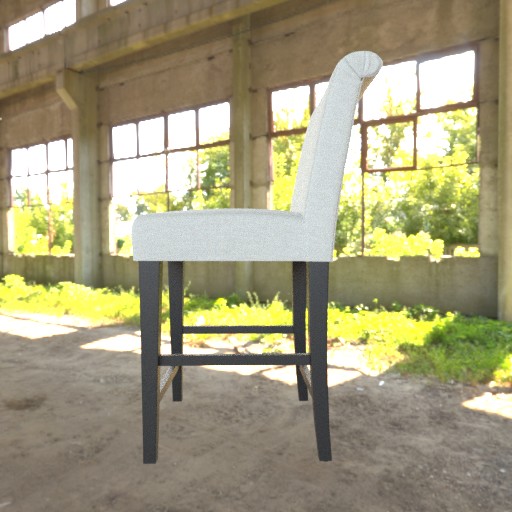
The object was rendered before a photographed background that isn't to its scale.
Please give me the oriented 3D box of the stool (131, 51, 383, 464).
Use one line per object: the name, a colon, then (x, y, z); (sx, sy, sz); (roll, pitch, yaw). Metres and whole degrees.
stool: (0.000, 0.000, 1.266); (0.597, 0.976, 0.452); (0, 1, -1)
